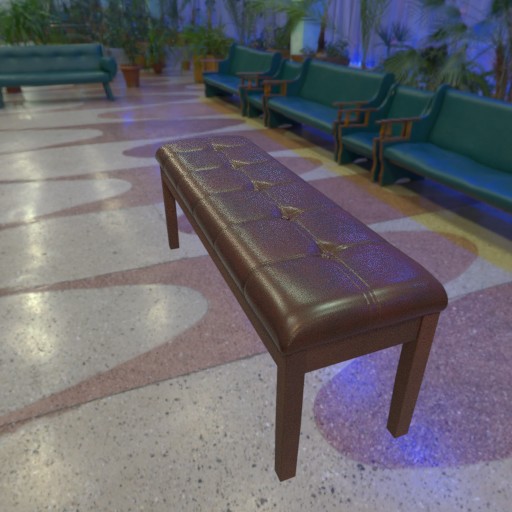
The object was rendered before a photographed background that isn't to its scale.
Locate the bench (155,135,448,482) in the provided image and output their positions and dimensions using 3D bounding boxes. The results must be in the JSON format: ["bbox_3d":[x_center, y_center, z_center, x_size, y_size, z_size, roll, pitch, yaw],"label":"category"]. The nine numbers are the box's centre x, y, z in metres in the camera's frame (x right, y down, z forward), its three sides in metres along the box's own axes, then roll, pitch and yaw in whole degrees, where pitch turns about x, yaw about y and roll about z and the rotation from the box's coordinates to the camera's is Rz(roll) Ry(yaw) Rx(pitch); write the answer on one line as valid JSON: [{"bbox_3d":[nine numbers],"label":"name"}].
[{"bbox_3d":[0.000,0.000,1.470,0.401,0.491,1.259,-12,32,-19],"label":"bench"}]
